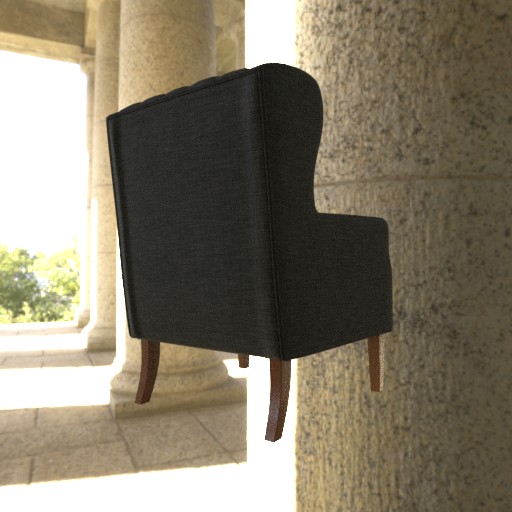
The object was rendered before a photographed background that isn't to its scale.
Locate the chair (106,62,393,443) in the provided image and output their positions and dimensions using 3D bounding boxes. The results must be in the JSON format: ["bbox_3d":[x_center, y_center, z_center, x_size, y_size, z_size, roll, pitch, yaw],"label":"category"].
[{"bbox_3d":[0.000,0.000,1.507,0.711,0.953,0.775,-1,-2,36],"label":"chair"}]
